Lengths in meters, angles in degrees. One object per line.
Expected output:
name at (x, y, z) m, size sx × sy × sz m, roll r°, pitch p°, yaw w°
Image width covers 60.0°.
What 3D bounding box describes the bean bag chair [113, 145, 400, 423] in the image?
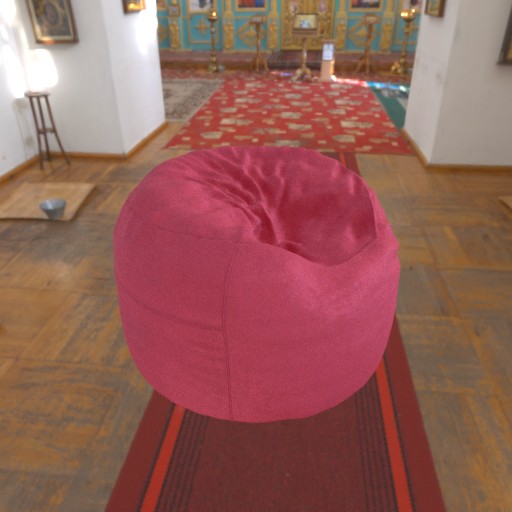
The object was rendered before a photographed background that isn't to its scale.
bean bag chair at (0.000, 0.000, 1.950) m, size 1.218 × 0.788 × 1.218 m, roll 0°, pitch 29°, yaw 0°
